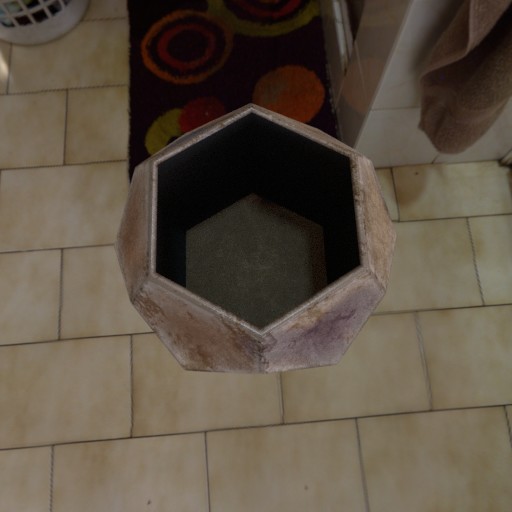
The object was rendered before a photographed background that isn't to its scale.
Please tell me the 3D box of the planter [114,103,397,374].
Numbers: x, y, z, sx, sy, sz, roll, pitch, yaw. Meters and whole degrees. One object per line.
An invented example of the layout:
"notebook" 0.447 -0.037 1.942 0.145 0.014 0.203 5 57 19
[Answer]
"planter" 0.000 0.000 0.429 0.243 0.238 0.221 -2 75 -1
